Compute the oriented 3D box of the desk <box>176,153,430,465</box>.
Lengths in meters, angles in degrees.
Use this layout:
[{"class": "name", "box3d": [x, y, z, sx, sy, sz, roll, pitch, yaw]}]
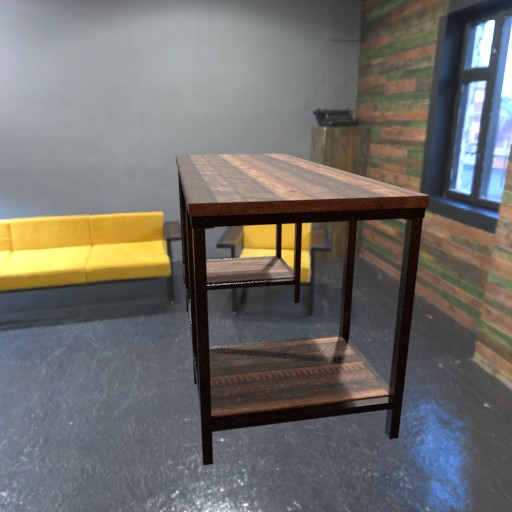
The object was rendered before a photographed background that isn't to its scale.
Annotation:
[{"class": "desk", "box3d": [0.000, 0.000, 1.921, 0.617, 0.753, 1.538, -3, 17, -10]}]
